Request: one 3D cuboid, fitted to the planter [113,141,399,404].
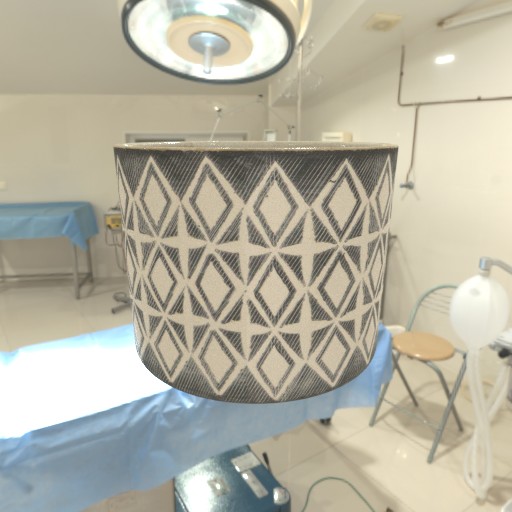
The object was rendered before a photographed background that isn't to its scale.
[{"bbox_3d":[0.000,0.000,0.335,0.192,0.165,0.192,0,16,0],"label":"planter"}]
